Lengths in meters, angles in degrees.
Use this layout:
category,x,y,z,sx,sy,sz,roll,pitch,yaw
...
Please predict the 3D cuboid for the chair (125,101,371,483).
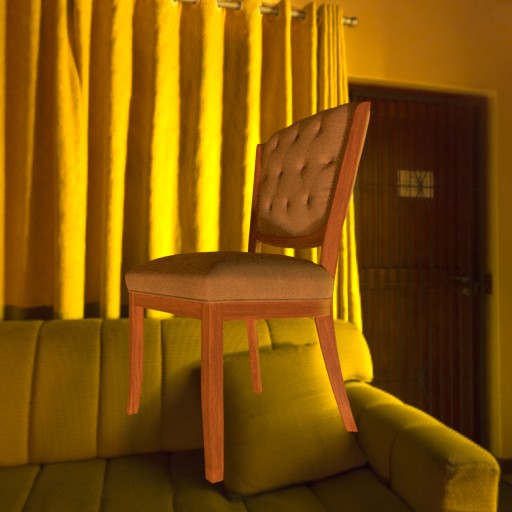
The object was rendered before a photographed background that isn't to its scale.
category,x,y,z,sx,sy,sz,roll,pitch,yaw
chair,0.000,0.000,1.246,0.584,0.905,0.513,1,-2,-35
